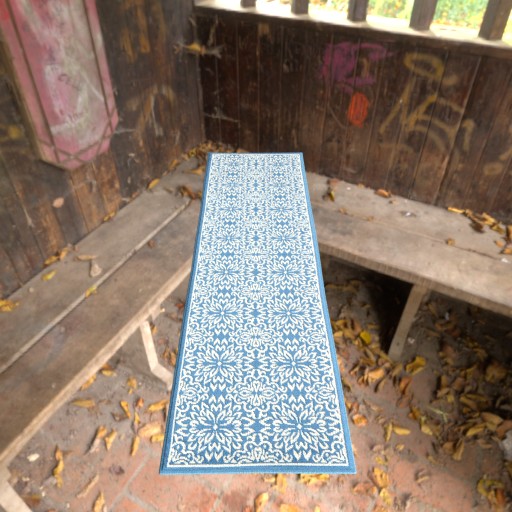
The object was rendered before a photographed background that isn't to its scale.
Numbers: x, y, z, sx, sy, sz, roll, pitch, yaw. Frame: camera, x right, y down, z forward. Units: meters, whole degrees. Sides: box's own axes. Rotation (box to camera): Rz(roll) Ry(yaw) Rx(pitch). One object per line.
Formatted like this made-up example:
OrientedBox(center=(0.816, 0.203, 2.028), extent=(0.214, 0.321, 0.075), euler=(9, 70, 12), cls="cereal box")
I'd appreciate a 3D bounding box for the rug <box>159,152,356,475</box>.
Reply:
OrientedBox(center=(0.000, 0.000, 2.301), extent=(0.662, 0.011, 2.196), euler=(0, 41, 0), cls="rug")
